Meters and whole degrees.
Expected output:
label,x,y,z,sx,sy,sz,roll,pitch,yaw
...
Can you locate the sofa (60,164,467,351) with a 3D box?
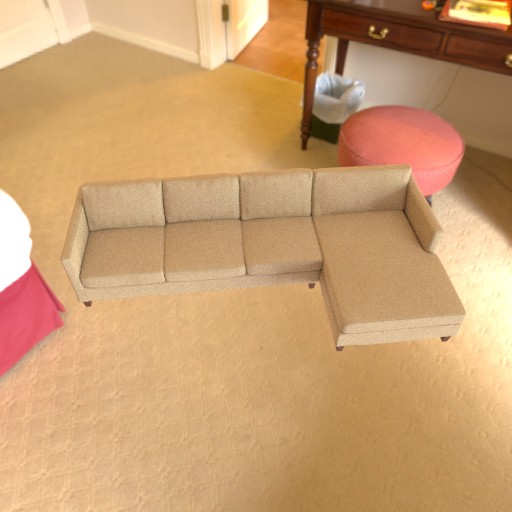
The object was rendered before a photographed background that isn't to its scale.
label,x,y,z,sx,sy,sz,roll,pitch,yaw
sofa,0.000,0.000,3.882,3.186,0.846,1.625,-4,47,-4
